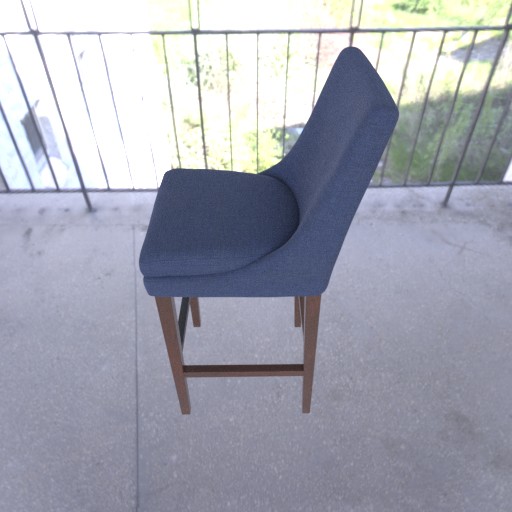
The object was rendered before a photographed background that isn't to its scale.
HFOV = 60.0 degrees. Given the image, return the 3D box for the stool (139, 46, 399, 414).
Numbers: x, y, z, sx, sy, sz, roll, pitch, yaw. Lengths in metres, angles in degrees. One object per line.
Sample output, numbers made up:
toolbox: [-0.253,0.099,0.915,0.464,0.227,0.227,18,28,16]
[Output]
stool: [0.000,0.000,1.332,0.577,1.078,0.470,0,41,0]
